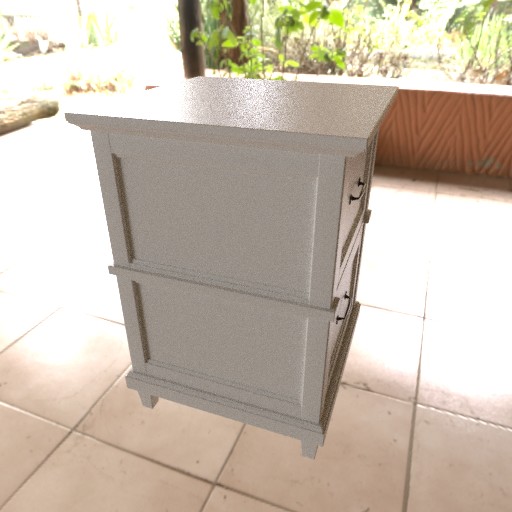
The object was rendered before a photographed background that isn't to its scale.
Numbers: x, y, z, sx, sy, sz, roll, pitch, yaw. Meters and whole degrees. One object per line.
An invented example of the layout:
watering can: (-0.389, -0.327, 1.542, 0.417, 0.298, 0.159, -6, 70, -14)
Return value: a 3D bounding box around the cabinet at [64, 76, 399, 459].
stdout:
cabinet: (0.000, 0.000, 1.134, 0.547, 0.775, 0.544, 10, 31, 18)
